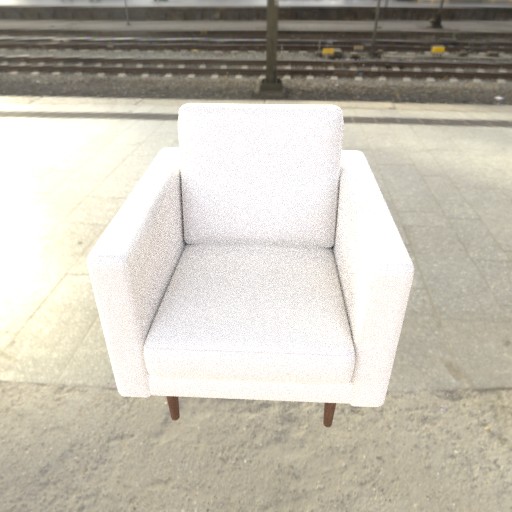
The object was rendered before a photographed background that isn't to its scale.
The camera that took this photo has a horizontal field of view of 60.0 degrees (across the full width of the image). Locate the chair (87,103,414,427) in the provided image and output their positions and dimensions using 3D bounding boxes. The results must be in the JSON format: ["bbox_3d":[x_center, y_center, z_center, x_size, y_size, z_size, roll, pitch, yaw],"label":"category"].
[{"bbox_3d":[0.000,0.000,1.545,0.831,0.899,0.879,2,32,2],"label":"chair"}]
